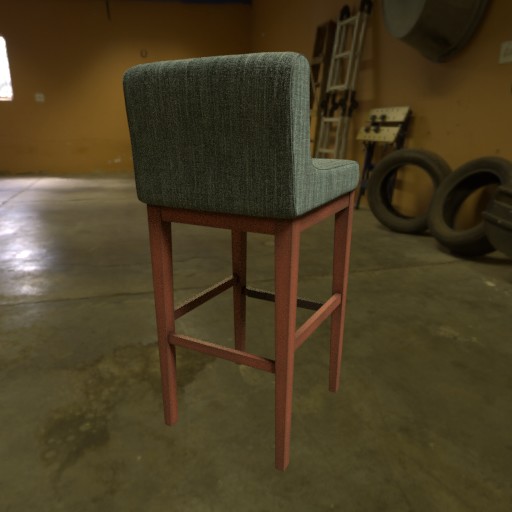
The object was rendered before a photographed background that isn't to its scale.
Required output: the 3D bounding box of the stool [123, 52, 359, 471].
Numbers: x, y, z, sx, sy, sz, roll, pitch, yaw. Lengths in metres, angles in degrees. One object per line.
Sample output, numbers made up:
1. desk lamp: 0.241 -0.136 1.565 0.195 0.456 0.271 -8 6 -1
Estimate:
1. stool: 0.000 0.000 1.226 0.426 0.965 0.499 9 19 28
